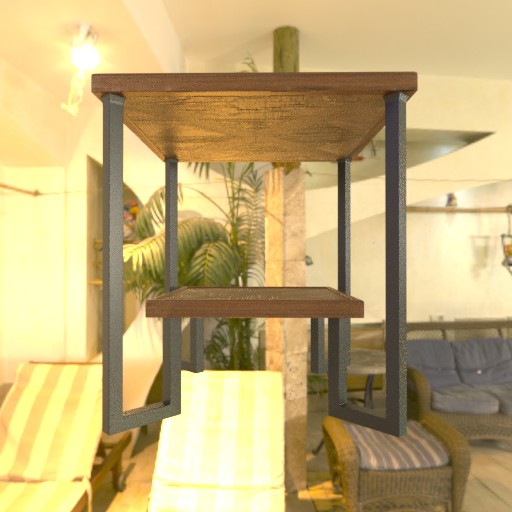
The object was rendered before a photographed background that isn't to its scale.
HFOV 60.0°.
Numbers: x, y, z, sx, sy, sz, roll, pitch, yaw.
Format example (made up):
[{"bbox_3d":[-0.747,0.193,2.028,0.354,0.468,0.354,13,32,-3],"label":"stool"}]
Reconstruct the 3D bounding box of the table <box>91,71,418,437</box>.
[{"bbox_3d":[0.000,0.000,0.930,0.503,0.563,0.503,0,0,1],"label":"table"}]
